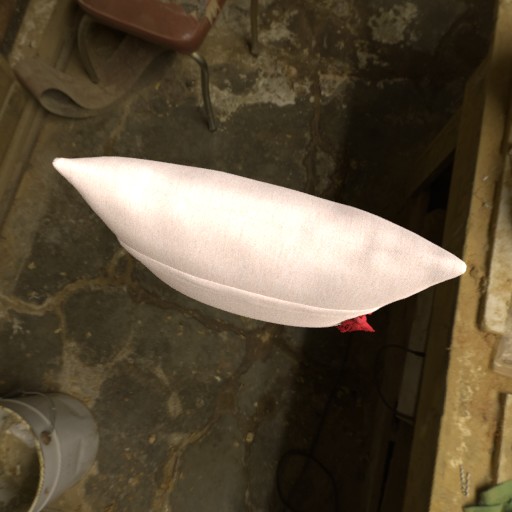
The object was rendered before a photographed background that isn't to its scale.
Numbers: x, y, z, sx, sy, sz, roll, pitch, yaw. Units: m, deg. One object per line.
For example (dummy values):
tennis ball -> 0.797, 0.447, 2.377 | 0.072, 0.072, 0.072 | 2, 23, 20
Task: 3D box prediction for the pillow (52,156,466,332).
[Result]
pillow -> 0.000, 0.000, 0.657 | 0.433, 0.436, 0.173 | 15, 76, 4
